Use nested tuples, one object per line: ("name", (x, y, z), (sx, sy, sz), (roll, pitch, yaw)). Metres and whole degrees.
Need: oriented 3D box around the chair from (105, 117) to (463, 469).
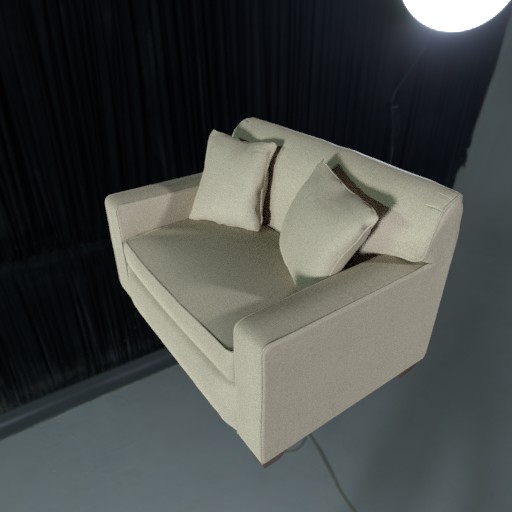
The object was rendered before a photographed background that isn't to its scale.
("chair", (0.000, 0.000, 2.091), (1.000, 0.948, 1.383), (-20, 37, -30))
